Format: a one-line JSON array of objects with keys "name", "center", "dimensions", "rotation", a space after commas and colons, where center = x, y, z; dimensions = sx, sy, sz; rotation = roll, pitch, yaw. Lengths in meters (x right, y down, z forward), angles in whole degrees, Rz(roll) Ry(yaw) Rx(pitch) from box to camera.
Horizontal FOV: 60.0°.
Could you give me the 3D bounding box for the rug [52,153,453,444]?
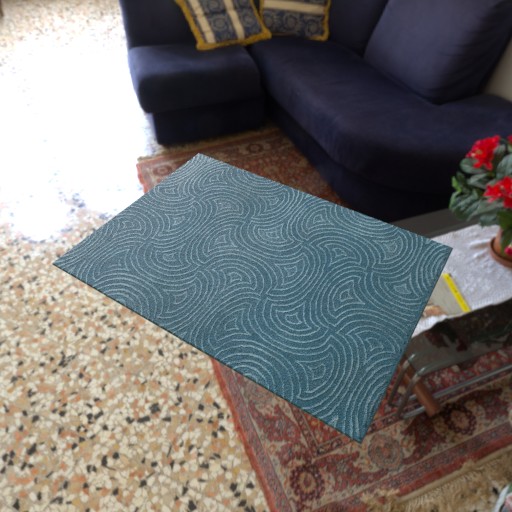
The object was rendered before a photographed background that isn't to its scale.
[{"name": "rug", "center": [0.000, 0.000, 2.915], "dimensions": [2.144, 0.015, 1.543], "rotation": [24, 50, 22]}]
